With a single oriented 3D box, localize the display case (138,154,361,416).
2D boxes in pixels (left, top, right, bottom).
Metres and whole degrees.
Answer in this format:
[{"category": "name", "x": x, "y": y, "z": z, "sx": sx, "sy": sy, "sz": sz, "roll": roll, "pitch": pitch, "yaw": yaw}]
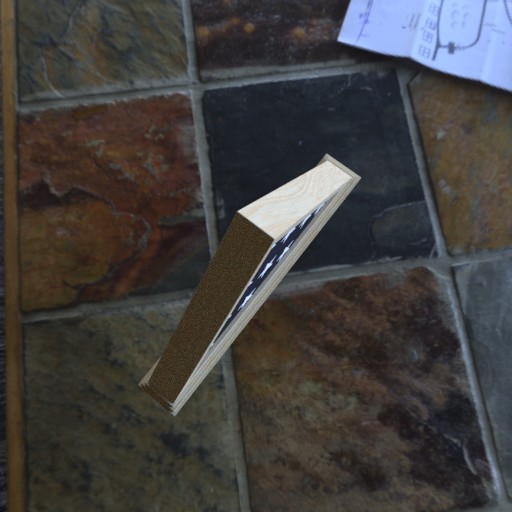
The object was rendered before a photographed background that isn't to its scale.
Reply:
[{"category": "display case", "x": 0.000, "y": 0.000, "z": 0.775, "sx": 0.095, "sy": 0.340, "sz": 0.640, "roll": 37, "pitch": 79, "yaw": 9}]
